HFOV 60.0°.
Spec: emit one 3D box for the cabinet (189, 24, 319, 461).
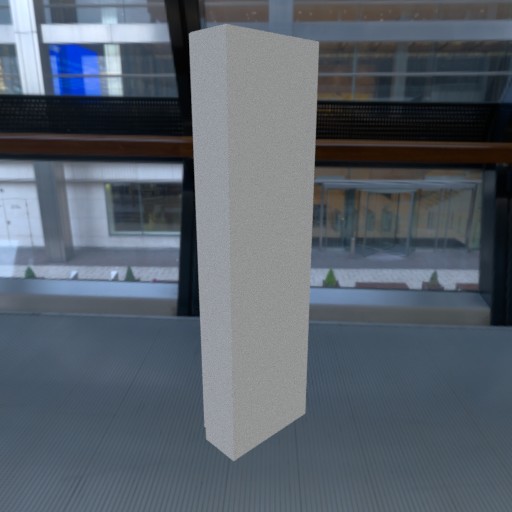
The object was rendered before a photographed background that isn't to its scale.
[{"bbox_3d":[0.000,0.000,1.999,0.500,1.790,0.230,-15,23,-41],"label":"cabinet"}]
